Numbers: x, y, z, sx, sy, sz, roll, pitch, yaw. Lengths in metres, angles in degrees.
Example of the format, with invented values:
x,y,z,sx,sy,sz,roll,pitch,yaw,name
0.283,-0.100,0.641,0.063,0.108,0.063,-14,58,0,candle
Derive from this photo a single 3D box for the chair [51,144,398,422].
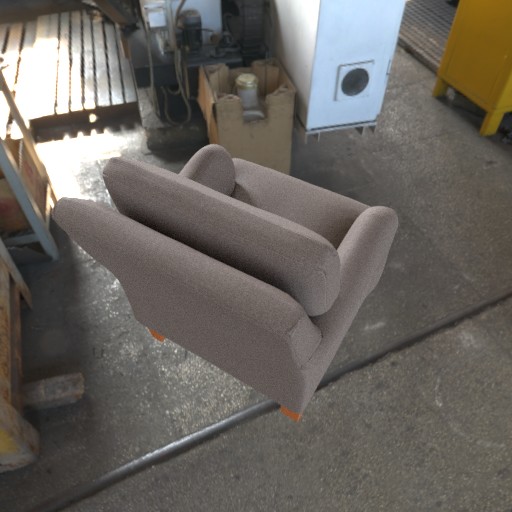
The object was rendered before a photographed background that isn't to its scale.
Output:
x,y,z,sx,sy,sz,roll,pitch,yaw,name
0.000,0.000,1.868,0.955,1.038,1.070,25,53,20,chair
